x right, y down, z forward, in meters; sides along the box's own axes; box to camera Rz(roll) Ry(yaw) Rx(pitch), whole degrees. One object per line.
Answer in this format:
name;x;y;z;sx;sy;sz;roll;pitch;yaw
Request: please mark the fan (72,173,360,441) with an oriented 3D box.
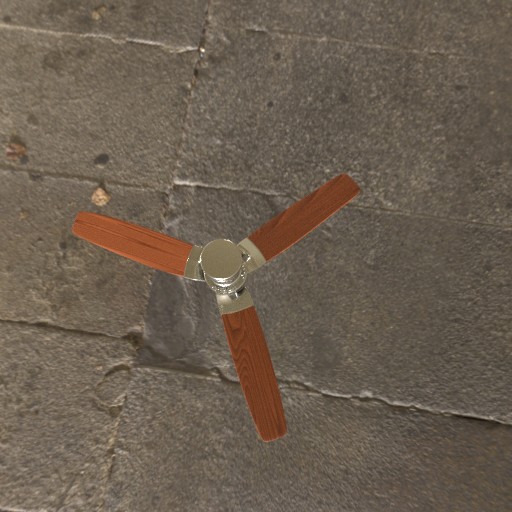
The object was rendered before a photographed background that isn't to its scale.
fan;0.000;0.000;2.042;1.271;0.410;1.416;-36;79;-8
